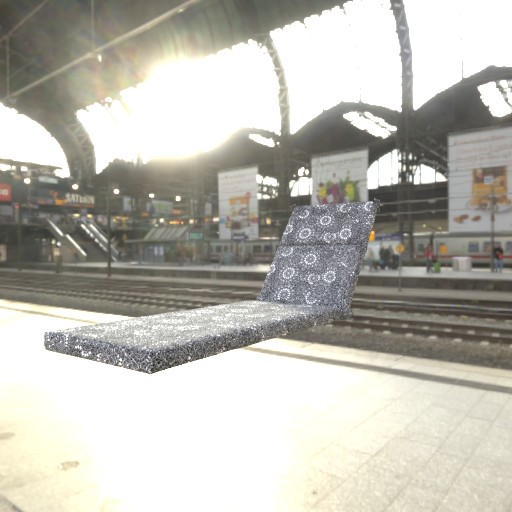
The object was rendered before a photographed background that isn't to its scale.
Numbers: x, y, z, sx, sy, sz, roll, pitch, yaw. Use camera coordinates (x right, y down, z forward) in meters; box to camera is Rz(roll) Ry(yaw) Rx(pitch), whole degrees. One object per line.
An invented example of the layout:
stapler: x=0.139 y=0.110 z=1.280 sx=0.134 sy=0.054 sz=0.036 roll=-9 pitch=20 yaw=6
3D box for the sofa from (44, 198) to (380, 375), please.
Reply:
sofa: x=0.000 y=0.000 z=1.950 sx=0.582 sy=0.622 sz=1.663 roll=0 pitch=1 yaw=35
